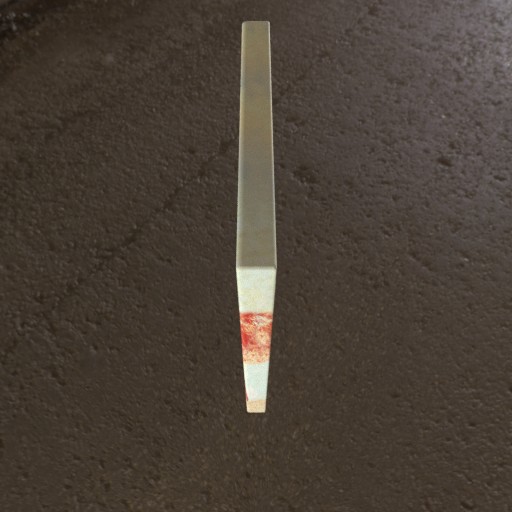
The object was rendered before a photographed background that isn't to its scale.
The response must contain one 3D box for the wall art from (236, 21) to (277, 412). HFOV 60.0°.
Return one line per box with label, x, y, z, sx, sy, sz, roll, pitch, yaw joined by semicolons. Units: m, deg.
wall art;0.000;0.000;0.776;0.038;0.610;0.401;0;59;0
